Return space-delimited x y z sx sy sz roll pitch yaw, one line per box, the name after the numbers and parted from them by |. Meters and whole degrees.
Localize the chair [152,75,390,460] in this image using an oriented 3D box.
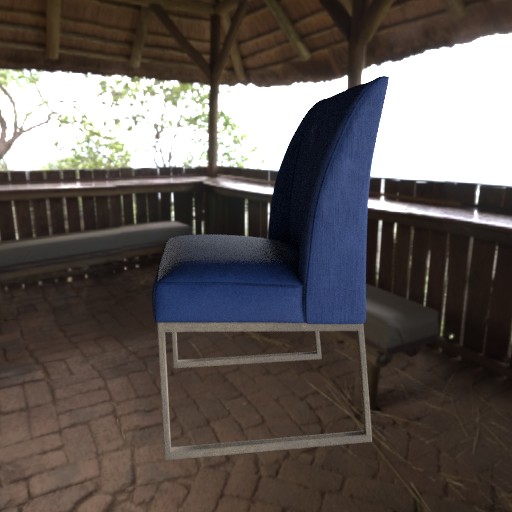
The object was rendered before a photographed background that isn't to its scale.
0.000 0.000 1.203 0.522 0.863 0.508 -2 14 -8 | chair
